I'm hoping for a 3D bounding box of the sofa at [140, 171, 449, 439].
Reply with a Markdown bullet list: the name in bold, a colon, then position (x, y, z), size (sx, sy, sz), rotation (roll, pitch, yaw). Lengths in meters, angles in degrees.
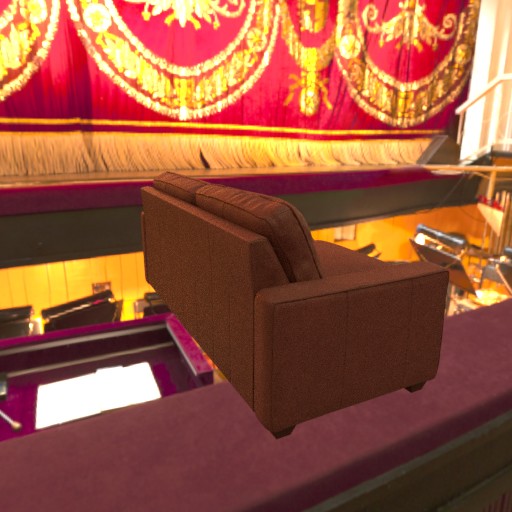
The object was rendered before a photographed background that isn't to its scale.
- **sofa**: position (0.000, 0.000, 2.660), size (0.940, 0.919, 2.080), rotation (-8, 18, -26)
